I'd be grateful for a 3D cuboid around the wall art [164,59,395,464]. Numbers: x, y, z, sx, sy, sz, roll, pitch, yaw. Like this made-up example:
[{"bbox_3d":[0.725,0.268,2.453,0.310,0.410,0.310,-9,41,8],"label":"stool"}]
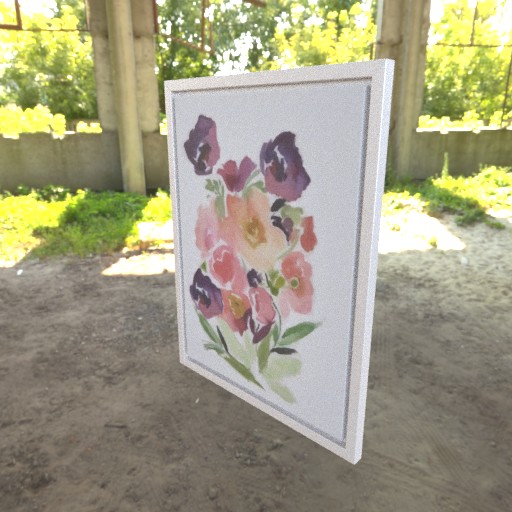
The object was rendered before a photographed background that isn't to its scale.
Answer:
[{"bbox_3d":[0.000,0.000,1.376,0.805,1.056,0.042,15,23,41],"label":"wall art"}]
